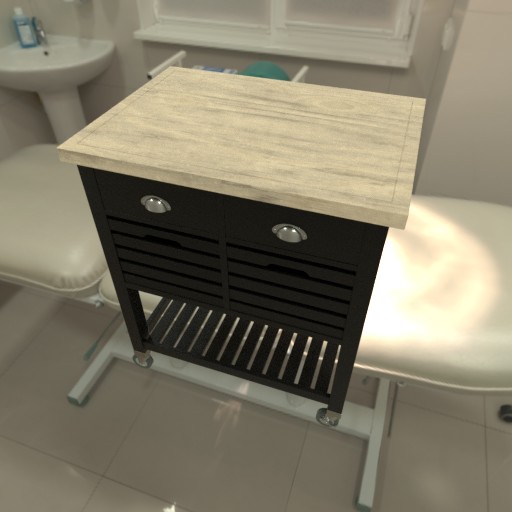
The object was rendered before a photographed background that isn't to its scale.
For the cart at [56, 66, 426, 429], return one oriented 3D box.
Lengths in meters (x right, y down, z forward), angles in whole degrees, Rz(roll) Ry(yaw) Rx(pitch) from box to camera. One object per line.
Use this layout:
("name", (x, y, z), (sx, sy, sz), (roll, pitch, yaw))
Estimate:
("cart", (0.000, 0.000, 1.429), (0.797, 0.920, 0.567), (13, 44, 14))
